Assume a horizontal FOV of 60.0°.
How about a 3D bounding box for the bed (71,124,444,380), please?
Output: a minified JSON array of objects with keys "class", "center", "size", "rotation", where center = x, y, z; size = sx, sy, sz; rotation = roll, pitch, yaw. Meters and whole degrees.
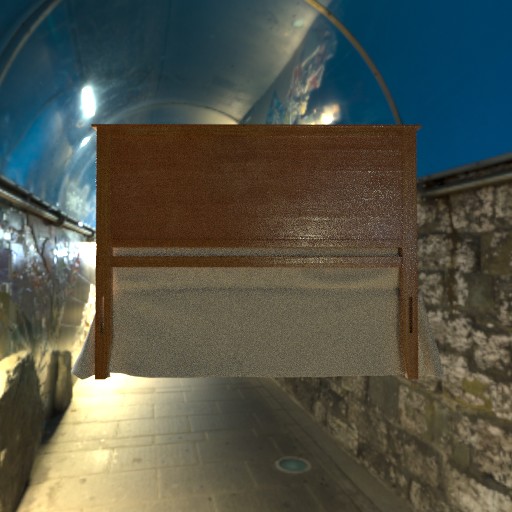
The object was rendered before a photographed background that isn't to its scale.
[{"class":"bed","center":[0.000,0.000,3.193],"size":[1.870,1.273,2.035],"rotation":[0,-1,0]}]
